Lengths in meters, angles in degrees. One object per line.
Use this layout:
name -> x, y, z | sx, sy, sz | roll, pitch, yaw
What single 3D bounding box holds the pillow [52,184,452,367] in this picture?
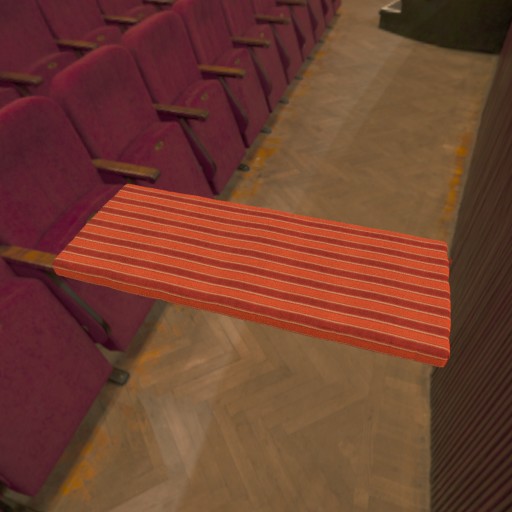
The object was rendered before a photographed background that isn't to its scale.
pillow -> 0.000, 0.000, 1.393 | 1.187, 0.081, 0.492 | 12, 44, 12
